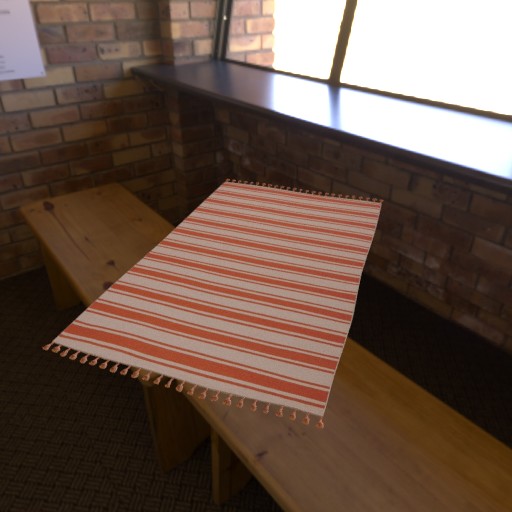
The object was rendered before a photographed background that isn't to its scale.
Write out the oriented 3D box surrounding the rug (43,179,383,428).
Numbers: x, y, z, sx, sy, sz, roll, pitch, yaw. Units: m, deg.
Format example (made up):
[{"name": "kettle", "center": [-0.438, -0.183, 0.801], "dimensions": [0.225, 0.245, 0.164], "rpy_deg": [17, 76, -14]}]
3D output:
[{"name": "rug", "center": [0.000, 0.000, 2.571], "dimensions": [1.232, 0.017, 2.092], "rpy_deg": [11, 33, 17]}]
